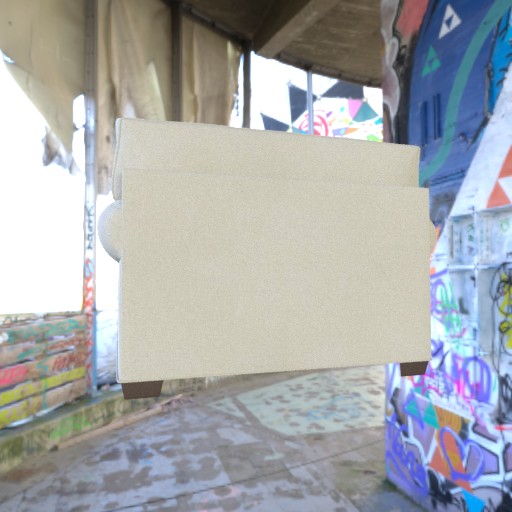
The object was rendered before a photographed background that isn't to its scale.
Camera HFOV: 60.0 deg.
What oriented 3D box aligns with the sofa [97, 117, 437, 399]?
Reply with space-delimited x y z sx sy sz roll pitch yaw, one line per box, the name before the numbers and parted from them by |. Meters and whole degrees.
sofa | 0.000 0.000 2.104 1.405 1.006 0.937 1 -2 -17
